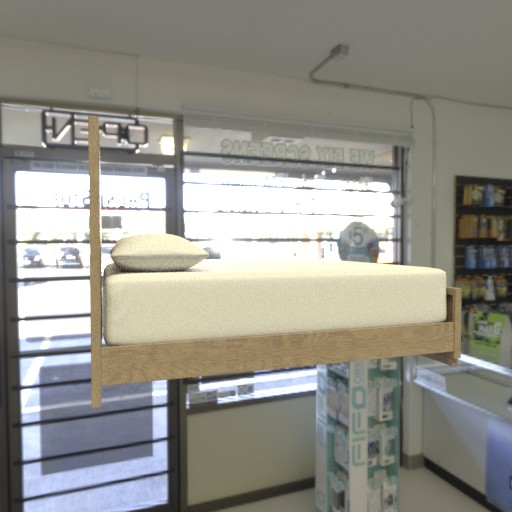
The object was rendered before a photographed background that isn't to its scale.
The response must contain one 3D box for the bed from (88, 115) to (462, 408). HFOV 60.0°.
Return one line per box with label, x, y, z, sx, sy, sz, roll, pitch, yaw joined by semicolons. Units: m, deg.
bed;0.000;0.000;3.184;2.189;1.369;1.606;-1;2;-19
